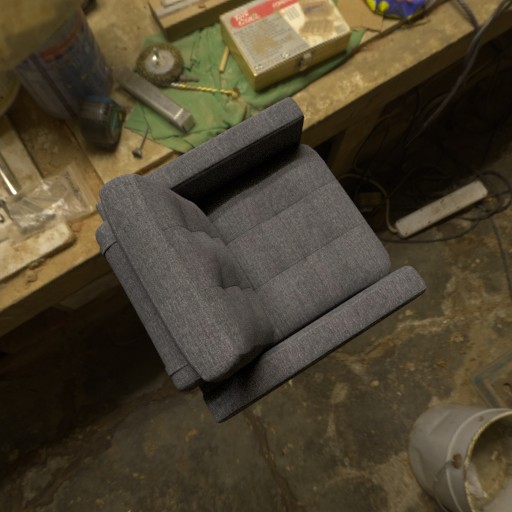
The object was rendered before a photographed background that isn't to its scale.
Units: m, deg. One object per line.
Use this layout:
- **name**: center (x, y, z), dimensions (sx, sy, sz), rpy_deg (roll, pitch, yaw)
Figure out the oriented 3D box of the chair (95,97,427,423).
- **chair**: center (0.000, 0.000, 1.559), dimensions (0.843, 0.880, 0.821), rpy_deg (-31, 78, -7)
